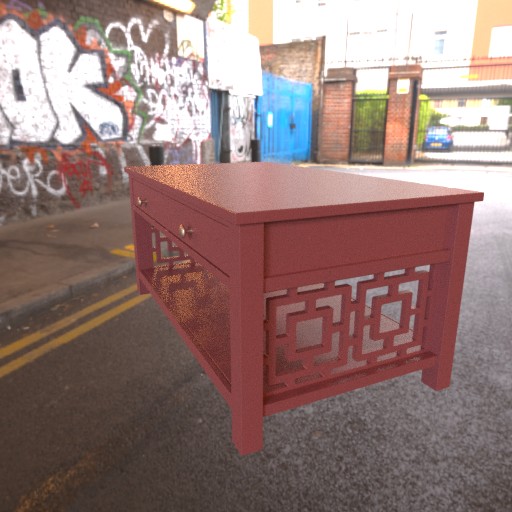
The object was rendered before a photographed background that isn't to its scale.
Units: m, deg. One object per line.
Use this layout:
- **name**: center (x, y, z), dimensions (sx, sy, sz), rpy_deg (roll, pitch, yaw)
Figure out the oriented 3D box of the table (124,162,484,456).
- **table**: center (0.000, 0.000, 1.385), dimensions (0.612, 0.493, 1.068), rpy_deg (-7, 18, -24)
